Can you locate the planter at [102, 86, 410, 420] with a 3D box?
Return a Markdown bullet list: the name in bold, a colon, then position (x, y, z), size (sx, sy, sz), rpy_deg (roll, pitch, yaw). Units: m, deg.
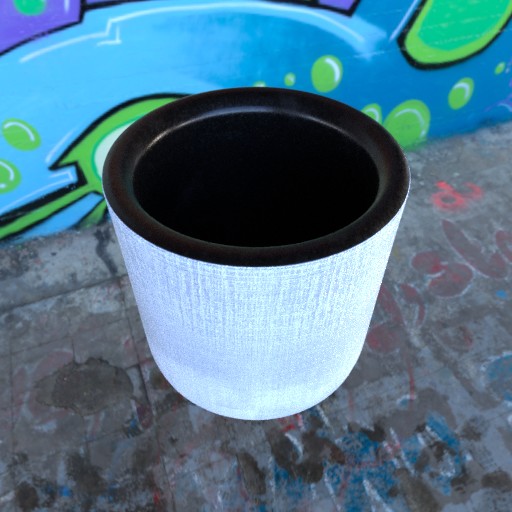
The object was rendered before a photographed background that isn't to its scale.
- **planter**: position (0.000, 0.000, 0.286), size (0.160, 0.156, 0.160), rpy_deg (0, 46, 0)
